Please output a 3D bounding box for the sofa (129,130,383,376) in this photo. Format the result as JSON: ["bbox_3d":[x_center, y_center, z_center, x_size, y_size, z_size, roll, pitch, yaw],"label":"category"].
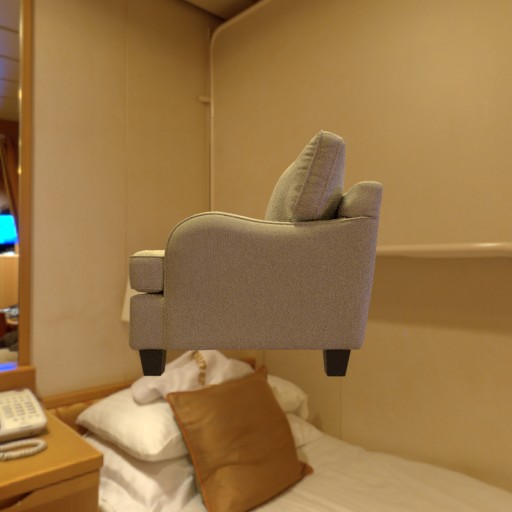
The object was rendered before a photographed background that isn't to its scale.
[{"bbox_3d":[0.000,0.000,2.867,1.016,0.991,2.323,0,-1,0],"label":"sofa"}]
